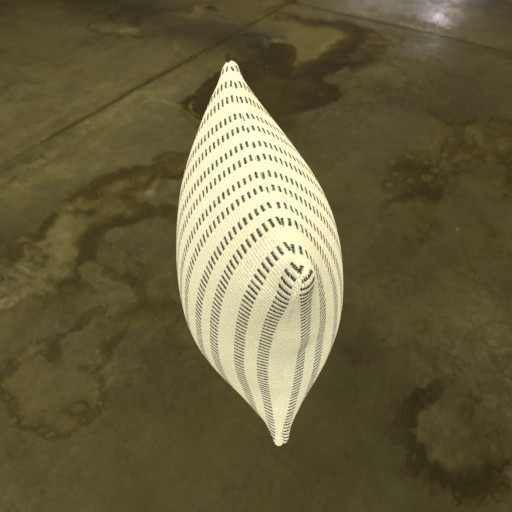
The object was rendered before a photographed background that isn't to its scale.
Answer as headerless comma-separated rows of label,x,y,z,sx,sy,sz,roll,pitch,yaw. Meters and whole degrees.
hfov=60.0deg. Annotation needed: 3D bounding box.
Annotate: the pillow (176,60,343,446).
pillow,0.000,0.000,0.681,0.247,0.419,0.438,-8,48,-7
